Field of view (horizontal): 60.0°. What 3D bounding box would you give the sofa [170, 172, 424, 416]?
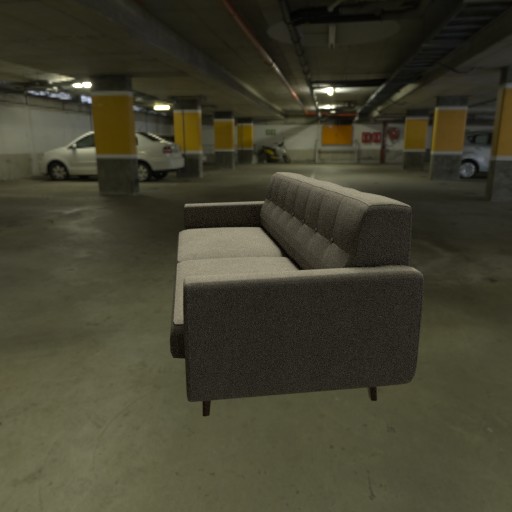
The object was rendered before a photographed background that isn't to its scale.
[{"bbox_3d":[0.000,0.000,2.504,0.909,0.841,2.029,-2,14,-9],"label":"sofa"}]
